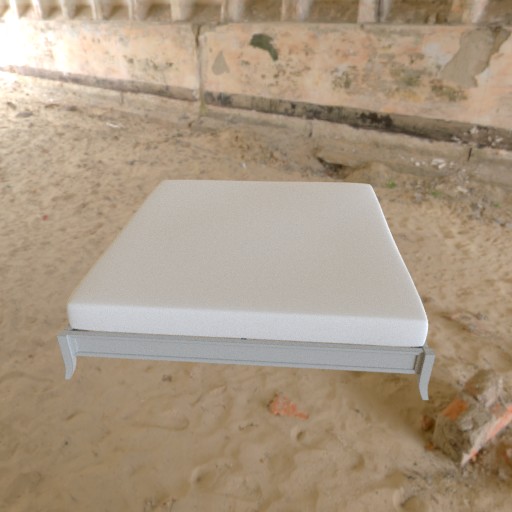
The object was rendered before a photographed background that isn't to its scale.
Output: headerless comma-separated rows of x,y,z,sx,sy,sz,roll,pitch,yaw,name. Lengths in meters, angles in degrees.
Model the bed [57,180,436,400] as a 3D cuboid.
0.000,0.000,3.226,2.007,0.510,2.108,2,29,4,bed
